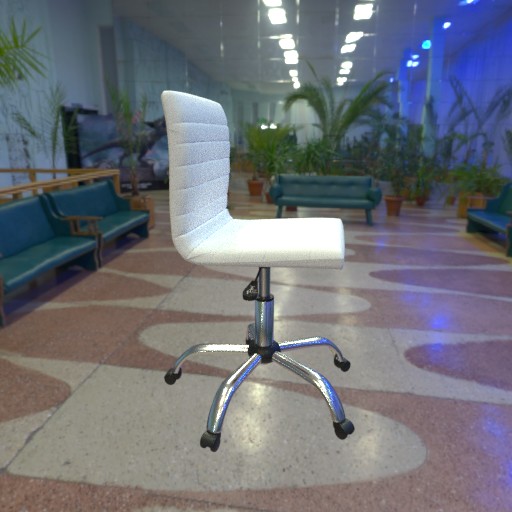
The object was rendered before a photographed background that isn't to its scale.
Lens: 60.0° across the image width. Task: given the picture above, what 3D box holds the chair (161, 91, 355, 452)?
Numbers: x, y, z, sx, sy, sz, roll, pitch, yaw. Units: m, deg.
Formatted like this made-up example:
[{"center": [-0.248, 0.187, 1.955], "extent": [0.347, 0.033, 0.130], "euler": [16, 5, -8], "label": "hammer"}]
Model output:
[{"center": [0.000, 0.000, 1.142], "extent": [0.530, 0.780, 0.556], "euler": [3, 15, 10], "label": "chair"}]
